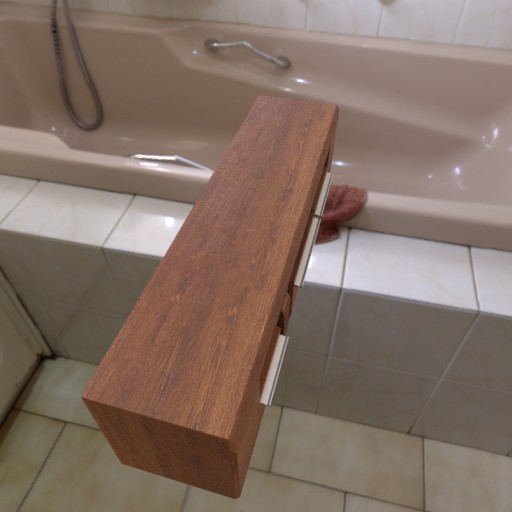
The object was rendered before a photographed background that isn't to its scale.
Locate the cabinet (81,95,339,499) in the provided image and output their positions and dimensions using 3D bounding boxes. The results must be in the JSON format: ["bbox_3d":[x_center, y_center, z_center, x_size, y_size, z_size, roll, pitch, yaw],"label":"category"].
[{"bbox_3d":[0.000,0.000,1.737,0.419,0.510,1.600,11,47,11],"label":"cabinet"}]
